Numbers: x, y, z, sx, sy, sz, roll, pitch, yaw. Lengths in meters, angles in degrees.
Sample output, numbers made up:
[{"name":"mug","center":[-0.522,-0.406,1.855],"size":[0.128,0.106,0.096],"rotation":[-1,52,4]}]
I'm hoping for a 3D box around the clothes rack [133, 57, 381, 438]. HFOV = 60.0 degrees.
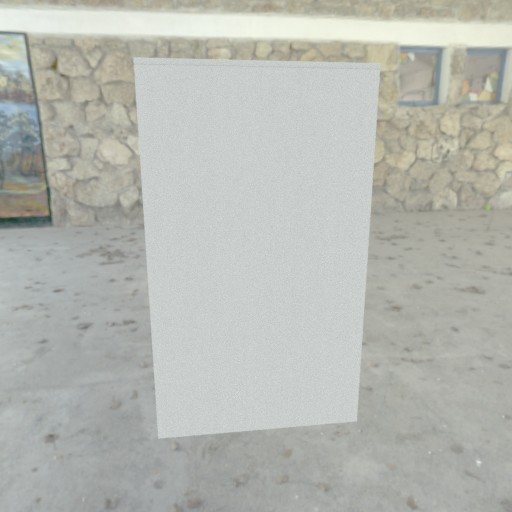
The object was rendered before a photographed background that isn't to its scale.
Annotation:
[{"name":"clothes rack","center":[0.000,0.000,1.614],"size":[0.750,1.280,0.250],"rotation":[-2,15,-8]}]
